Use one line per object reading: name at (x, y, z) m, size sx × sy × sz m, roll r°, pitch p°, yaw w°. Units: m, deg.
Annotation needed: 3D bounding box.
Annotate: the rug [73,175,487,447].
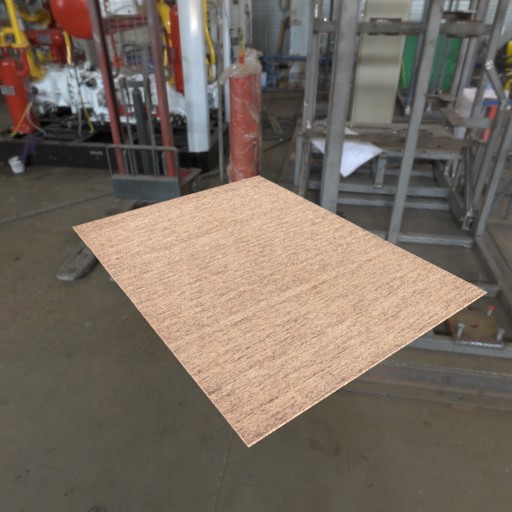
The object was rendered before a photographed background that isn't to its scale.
rug at (0.000, 0.000, 4.187) m, size 2.448 × 0.013 × 3.205 m, roll -21°, pitch 38°, yaw -30°
